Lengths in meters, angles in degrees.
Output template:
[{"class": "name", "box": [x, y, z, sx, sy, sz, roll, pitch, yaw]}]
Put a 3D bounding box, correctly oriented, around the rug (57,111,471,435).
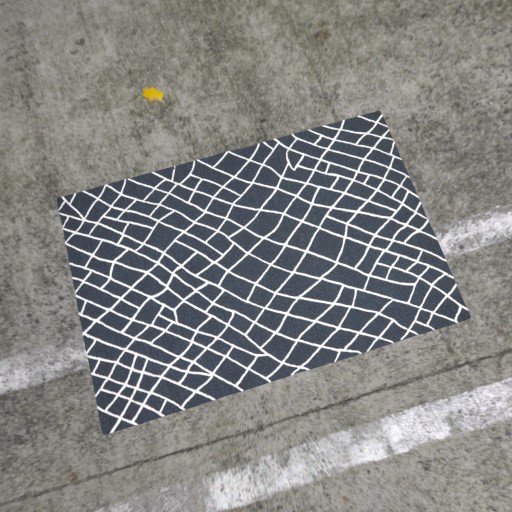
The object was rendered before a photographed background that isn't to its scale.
[{"class": "rug", "box": [0.000, 0.000, 2.248, 1.830, 0.013, 1.223, -16, 75, -5]}]
